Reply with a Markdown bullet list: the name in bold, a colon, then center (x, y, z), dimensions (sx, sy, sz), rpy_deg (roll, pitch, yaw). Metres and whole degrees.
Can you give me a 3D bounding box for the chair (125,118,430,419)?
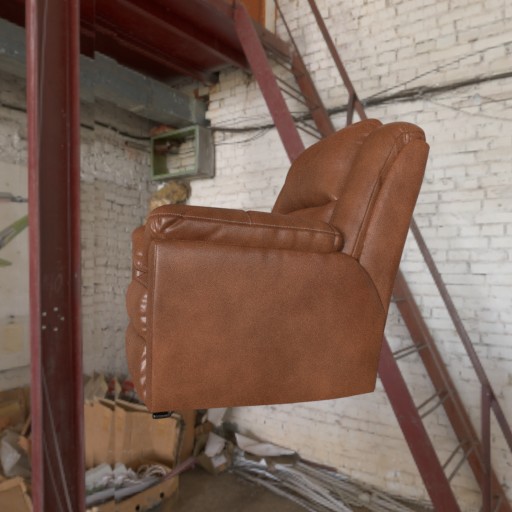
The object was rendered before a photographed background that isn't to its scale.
- **chair**: center (0.000, 0.000, 1.855), dimensions (1.041, 1.093, 0.990), rpy_deg (0, -1, -19)
